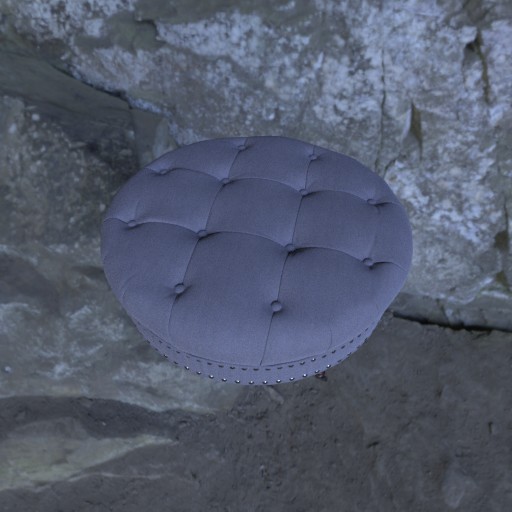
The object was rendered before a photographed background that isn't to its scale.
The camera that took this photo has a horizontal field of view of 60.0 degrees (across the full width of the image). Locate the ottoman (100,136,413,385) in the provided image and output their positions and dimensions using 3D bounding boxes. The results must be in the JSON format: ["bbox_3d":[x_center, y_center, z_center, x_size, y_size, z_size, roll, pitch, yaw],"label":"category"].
[{"bbox_3d":[0.000,0.000,1.414,0.901,0.439,0.901,0,47,0],"label":"ottoman"}]
